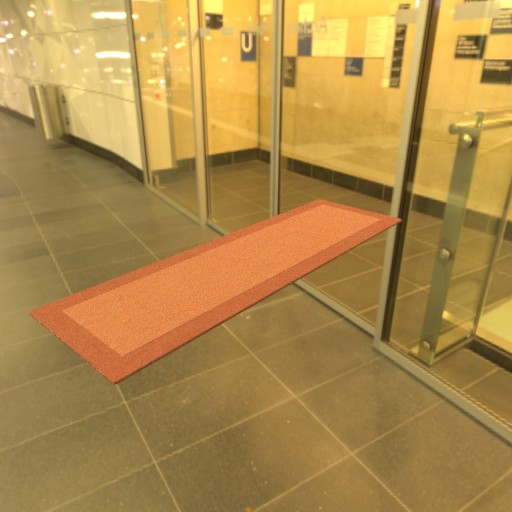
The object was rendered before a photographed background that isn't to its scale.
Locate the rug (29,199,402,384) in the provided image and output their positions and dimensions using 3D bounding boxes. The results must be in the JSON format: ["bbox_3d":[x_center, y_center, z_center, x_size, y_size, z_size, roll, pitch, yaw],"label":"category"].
[{"bbox_3d":[0.000,0.000,2.713,0.914,0.013,2.471,18,30,34],"label":"rug"}]
